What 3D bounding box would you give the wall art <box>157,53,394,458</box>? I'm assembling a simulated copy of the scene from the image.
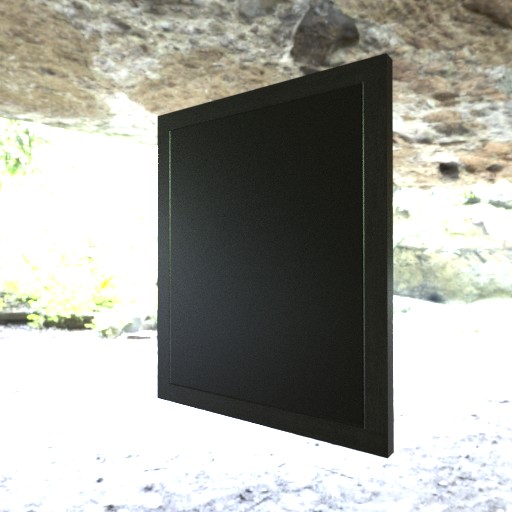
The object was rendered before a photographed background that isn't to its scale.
[{"bbox_3d":[0.000,0.000,0.783,0.479,0.580,0.027,0,-1,35],"label":"wall art"}]
